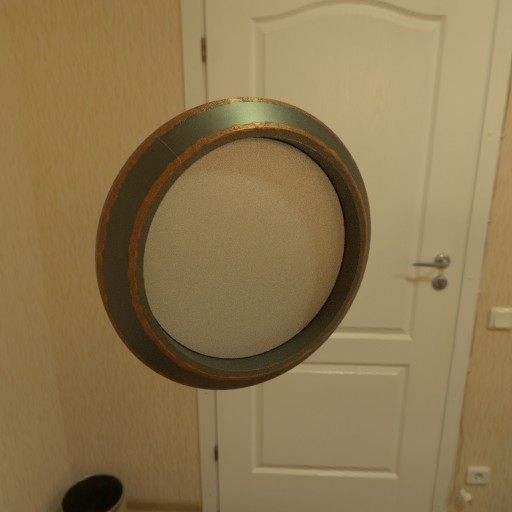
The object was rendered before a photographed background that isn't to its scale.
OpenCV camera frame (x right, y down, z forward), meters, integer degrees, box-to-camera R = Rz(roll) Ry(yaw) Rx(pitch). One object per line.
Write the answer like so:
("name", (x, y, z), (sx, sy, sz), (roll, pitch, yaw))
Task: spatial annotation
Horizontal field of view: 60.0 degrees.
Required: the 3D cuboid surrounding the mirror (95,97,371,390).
("mirror", (0.000, 0.000, 1.337), (0.907, 0.907, 0.111), (-8, 17, -25))
